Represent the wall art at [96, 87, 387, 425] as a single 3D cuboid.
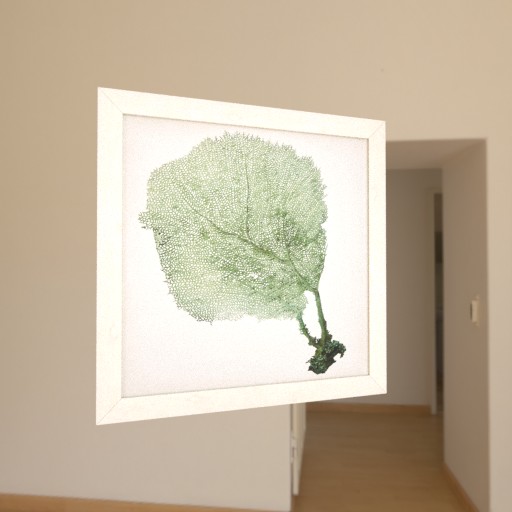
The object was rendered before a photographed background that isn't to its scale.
[{"bbox_3d":[0.000,0.000,0.867,0.584,0.584,0.013,0,-1,-19],"label":"wall art"}]
